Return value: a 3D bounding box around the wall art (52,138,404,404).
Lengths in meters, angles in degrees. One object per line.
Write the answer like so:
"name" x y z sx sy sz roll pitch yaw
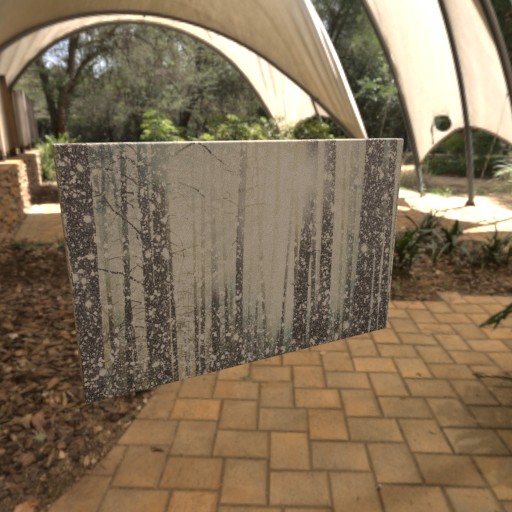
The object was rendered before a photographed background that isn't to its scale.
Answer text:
"wall art" 0.000 0.000 0.791 0.618 0.398 0.042 -8 18 -25
